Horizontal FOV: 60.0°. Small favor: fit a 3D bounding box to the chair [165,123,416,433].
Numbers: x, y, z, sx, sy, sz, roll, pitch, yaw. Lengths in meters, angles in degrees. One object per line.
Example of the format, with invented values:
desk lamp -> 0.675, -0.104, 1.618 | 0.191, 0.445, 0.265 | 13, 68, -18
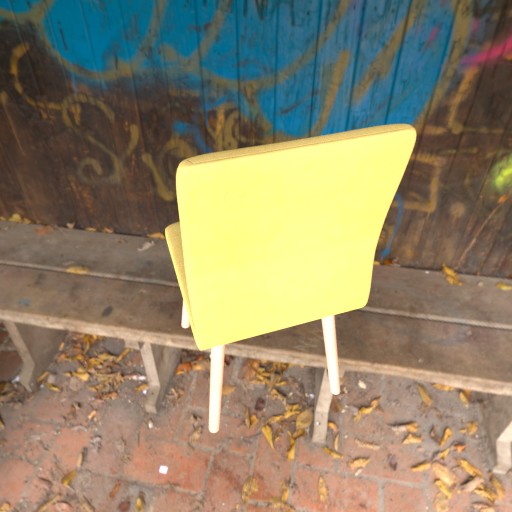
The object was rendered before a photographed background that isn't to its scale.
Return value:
chair -> 0.000, 0.000, 1.259 | 0.450, 0.965, 0.550 | -13, 44, -13
